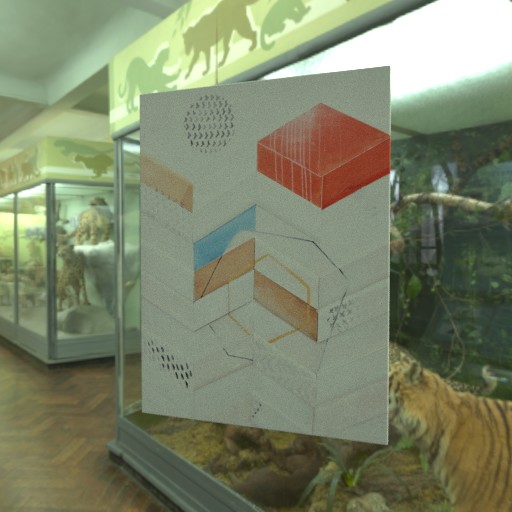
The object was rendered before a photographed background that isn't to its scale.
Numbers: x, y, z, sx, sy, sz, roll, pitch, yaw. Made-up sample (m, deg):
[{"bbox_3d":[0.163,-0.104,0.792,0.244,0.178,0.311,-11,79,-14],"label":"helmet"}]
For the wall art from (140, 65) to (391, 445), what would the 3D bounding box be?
[{"bbox_3d":[0.000,0.000,1.315,0.759,1.014,0.045,1,2,18],"label":"wall art"}]
